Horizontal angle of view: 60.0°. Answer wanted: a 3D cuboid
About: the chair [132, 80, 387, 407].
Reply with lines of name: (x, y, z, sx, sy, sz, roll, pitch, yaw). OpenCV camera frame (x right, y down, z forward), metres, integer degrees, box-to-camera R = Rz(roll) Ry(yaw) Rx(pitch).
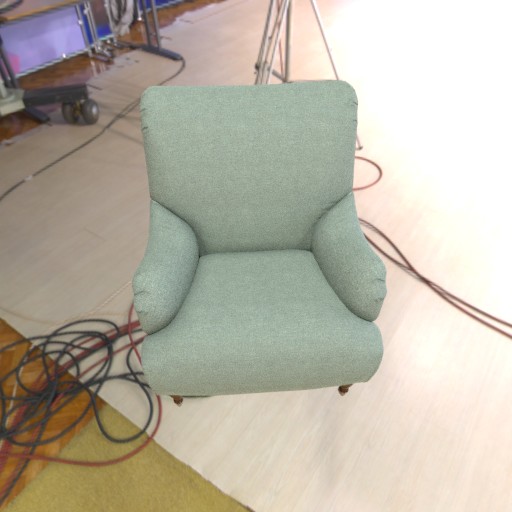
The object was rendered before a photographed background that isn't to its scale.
chair: (0.000, 0.000, 1.967, 0.964, 1.178, 1.060, -3, 45, -3)
